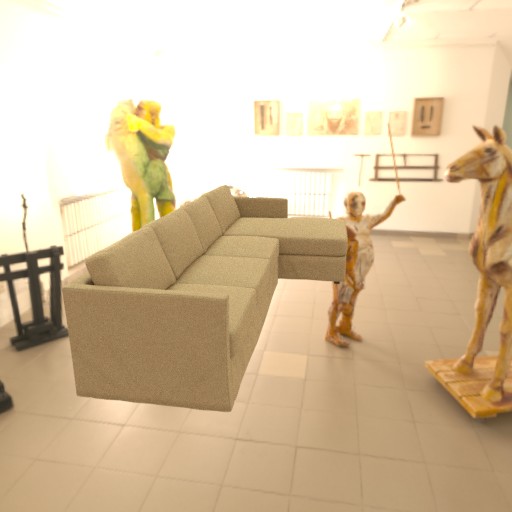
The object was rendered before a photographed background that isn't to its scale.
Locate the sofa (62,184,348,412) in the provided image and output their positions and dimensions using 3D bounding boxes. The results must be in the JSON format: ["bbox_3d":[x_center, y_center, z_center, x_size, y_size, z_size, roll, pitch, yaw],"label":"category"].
[{"bbox_3d":[0.000,0.000,3.846,1.622,0.867,3.177,3,17,9],"label":"sofa"}]
